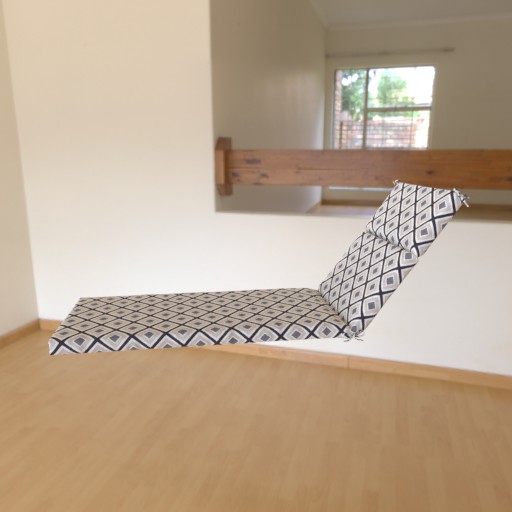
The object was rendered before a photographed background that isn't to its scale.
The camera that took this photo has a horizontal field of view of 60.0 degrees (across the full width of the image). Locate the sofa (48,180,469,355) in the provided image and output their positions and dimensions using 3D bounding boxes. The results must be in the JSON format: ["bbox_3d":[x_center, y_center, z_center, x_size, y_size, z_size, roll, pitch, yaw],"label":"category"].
[{"bbox_3d":[0.000,0.000,1.963,1.663,0.622,0.582,-2,14,-8],"label":"sofa"}]
